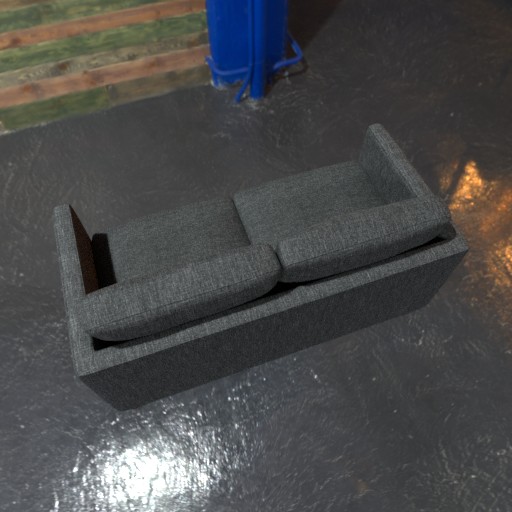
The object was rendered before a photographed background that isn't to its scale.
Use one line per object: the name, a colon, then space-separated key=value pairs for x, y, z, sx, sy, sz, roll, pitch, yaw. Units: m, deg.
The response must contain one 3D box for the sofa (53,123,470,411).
sofa: x=0.000 y=0.000 z=2.398 sx=1.884 sy=0.963 sz=0.950 roll=-17 pitch=60 yaw=-10
